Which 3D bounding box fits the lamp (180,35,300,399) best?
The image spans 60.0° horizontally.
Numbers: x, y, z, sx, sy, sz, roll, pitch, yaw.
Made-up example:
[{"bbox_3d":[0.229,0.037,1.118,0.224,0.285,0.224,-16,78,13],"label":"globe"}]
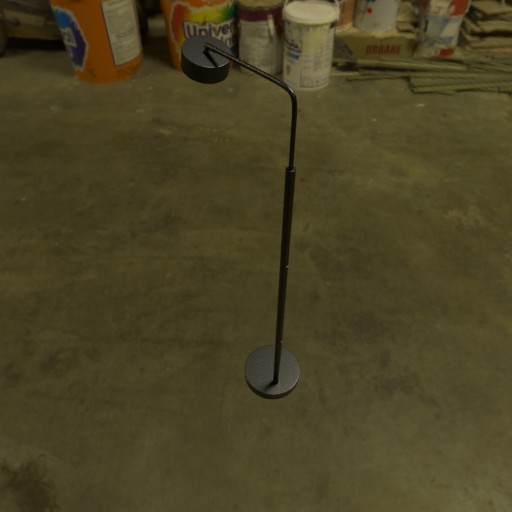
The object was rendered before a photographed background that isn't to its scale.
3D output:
[{"bbox_3d":[0.000,0.000,1.396,0.219,1.230,0.418,-32,54,-26],"label":"lamp"}]
